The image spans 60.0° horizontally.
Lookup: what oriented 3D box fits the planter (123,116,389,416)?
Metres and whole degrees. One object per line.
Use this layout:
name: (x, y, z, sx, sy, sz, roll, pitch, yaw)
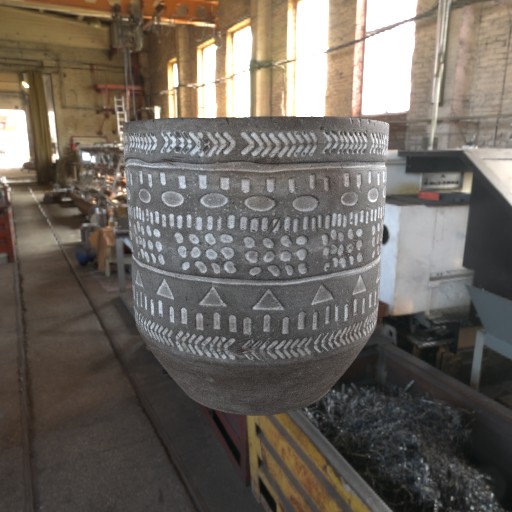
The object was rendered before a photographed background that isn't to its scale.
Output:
planter: (0.000, 0.000, 0.223, 0.122, 0.128, 0.122, 0, 14, 0)
